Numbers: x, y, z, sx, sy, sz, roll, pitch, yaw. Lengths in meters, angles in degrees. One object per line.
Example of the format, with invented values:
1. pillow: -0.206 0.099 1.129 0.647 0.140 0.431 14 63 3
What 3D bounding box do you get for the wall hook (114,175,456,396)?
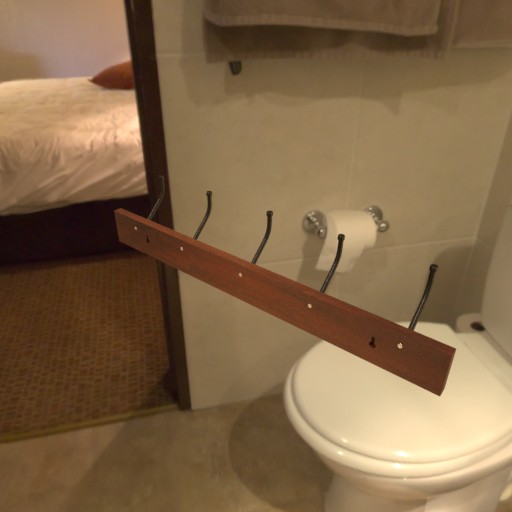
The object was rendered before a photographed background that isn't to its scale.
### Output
1. wall hook: 0.000 0.000 0.633 0.571 0.117 0.071 22 37 33
